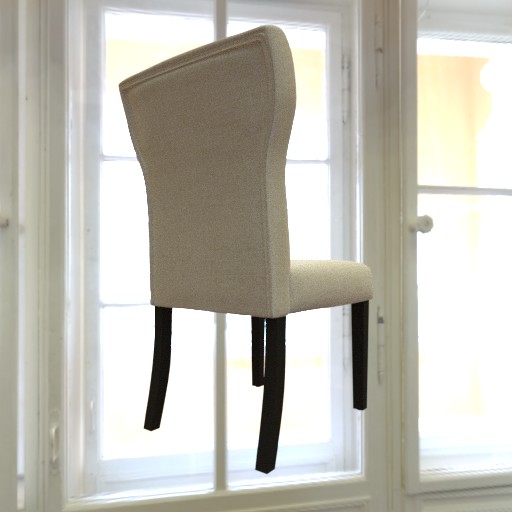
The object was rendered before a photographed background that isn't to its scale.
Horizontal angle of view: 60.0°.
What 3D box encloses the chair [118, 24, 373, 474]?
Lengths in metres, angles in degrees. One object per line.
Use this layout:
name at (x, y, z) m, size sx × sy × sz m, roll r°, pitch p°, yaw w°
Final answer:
chair at (0.000, 0.000, 1.235) m, size 0.509 × 0.921 × 0.597 m, roll 0°, pitch 0°, yaw 37°
